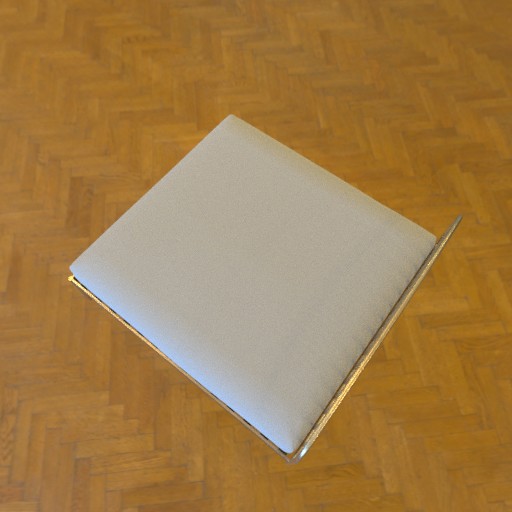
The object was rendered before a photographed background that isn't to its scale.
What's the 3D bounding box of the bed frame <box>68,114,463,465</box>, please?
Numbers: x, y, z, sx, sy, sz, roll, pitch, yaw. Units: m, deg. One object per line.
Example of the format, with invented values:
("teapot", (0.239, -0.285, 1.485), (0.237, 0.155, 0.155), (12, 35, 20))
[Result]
("bed frame", (0.000, 0.000, 3.402), (2.152, 1.174, 2.016), (35, 69, 16))
